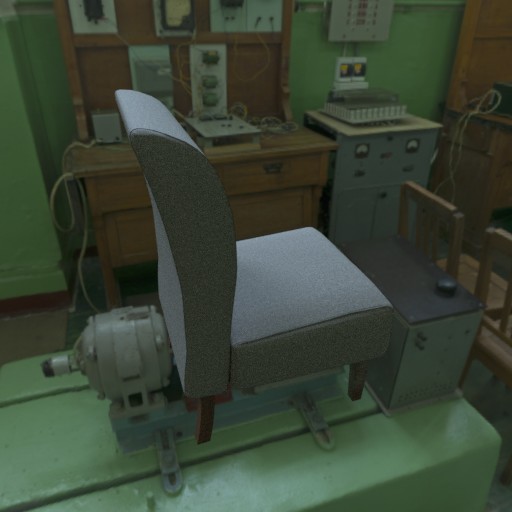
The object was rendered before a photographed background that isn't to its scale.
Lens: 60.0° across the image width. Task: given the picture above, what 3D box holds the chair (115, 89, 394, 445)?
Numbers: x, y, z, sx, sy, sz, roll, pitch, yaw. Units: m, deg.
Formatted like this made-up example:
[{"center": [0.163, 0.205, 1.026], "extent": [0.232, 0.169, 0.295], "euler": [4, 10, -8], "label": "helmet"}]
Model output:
[{"center": [0.000, 0.000, 1.178], "extent": [0.592, 0.804, 0.513], "euler": [-10, 31, -17], "label": "chair"}]
